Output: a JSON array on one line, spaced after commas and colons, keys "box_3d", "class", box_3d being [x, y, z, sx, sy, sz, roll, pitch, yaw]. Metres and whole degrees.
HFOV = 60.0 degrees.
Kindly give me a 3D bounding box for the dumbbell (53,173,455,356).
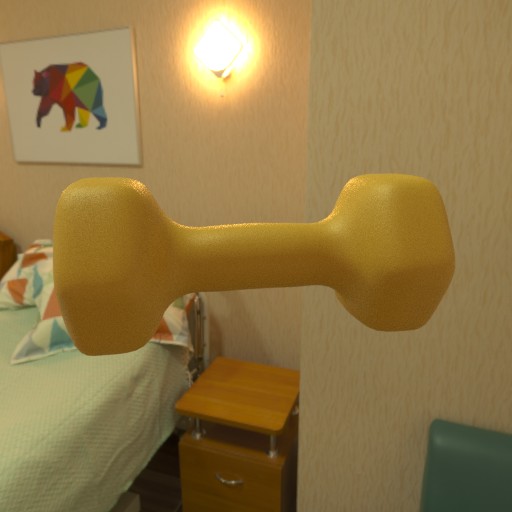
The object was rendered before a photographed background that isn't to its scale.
[{"box_3d": [0.000, 0.000, 0.231, 0.190, 0.082, 0.090, -2, 15, -10], "class": "dumbbell"}]
